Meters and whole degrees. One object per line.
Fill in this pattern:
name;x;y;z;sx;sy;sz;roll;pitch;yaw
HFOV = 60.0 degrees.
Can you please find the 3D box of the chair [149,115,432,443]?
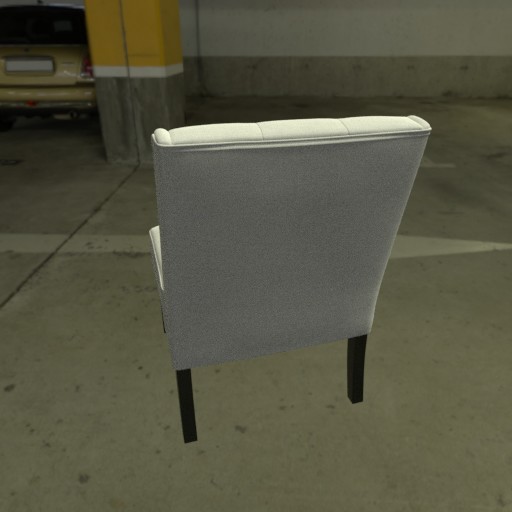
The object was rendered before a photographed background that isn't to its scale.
chair;0.000;0.000;1.288;0.569;0.853;0.676;-8;27;-15
